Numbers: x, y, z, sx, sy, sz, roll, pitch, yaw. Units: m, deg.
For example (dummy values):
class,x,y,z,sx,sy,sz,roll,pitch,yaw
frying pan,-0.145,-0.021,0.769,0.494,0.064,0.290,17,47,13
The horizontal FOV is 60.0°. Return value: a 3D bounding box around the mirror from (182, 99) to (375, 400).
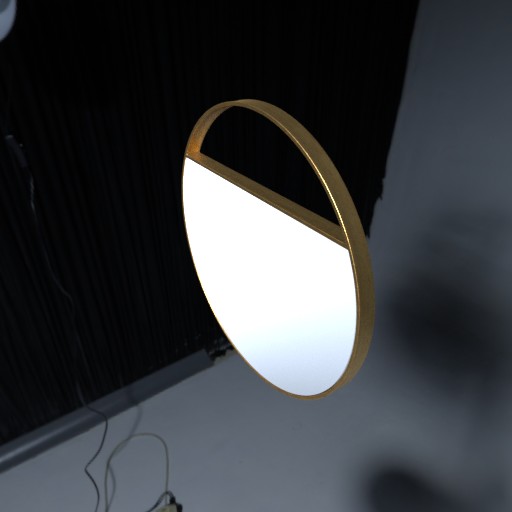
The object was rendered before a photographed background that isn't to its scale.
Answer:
class,x,y,z,sx,sy,sz,roll,pitch,yaw
mirror,0.000,0.000,0.849,0.032,0.565,0.565,-19,35,-29
